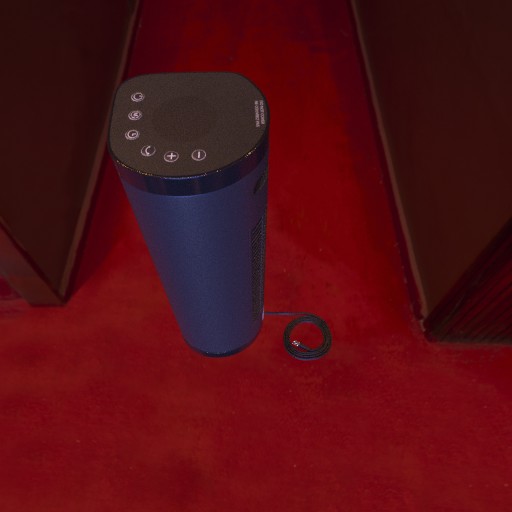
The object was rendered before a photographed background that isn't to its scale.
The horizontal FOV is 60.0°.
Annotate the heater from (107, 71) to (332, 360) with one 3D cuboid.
[{"bbox_3d":[0.000,0.000,0.704,0.312,0.552,0.174,-2,59,-1],"label":"heater"}]
